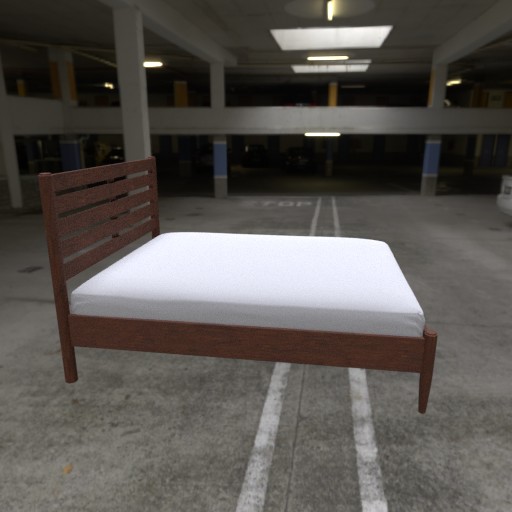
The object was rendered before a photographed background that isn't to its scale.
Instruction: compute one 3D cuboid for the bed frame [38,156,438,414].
[{"bbox_3d":[0.000,0.000,3.269,2.234,1.321,1.655,2,16,8],"label":"bed frame"}]
